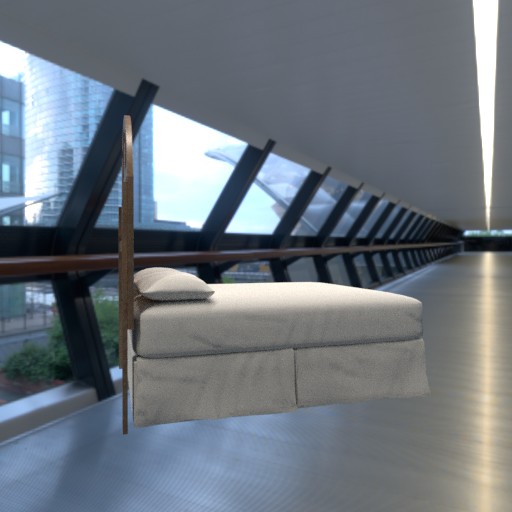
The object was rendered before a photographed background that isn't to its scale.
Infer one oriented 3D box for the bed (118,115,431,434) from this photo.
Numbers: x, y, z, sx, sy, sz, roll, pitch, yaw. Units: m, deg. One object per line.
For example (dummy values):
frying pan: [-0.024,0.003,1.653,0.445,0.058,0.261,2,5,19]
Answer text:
bed: [0.000,0.000,3.592,2.112,2.002,1.713,0,1,-18]
